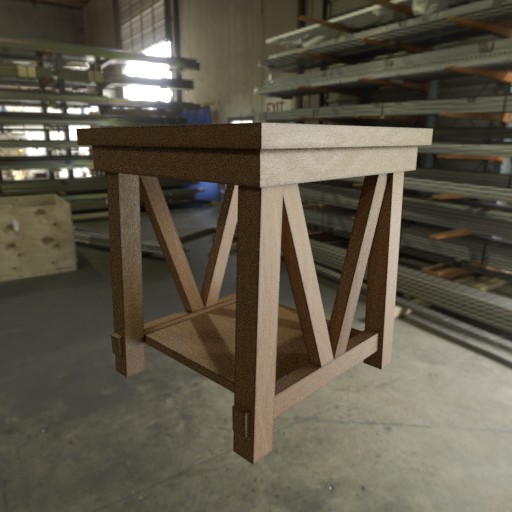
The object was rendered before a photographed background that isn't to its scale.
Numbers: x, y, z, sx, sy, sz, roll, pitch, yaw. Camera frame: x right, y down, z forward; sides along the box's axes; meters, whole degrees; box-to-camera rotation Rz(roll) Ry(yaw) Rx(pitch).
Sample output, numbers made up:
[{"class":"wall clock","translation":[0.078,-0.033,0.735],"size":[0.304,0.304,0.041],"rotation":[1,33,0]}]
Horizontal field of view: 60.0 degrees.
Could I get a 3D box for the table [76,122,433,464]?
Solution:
[{"class":"table","translation":[0.000,0.000,1.153],"size":[0.610,0.638,0.612],"rotation":[14,20,42]}]
